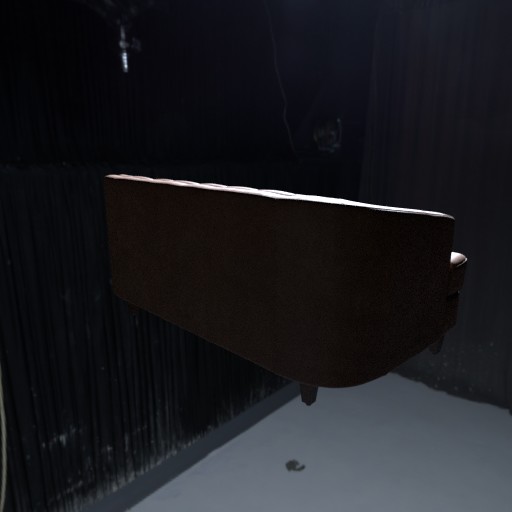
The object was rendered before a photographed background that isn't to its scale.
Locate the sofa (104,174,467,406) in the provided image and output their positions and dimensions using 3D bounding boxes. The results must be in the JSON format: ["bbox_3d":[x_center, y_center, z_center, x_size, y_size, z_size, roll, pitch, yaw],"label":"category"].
[{"bbox_3d":[0.000,0.000,2.251,1.755,0.786,0.914,14,20,43],"label":"sofa"}]
